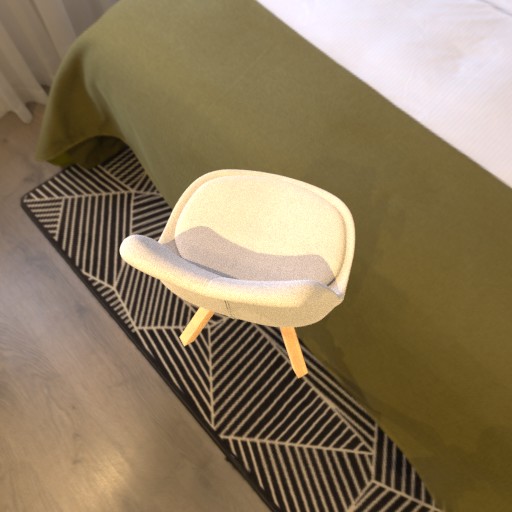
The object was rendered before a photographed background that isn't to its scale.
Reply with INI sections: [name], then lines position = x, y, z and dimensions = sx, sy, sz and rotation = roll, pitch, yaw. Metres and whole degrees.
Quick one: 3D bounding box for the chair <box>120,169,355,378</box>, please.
[chair]
position = 0.000, 0.000, 1.143
dimensions = 0.474, 0.863, 0.549
rotation = 15, 65, 7
